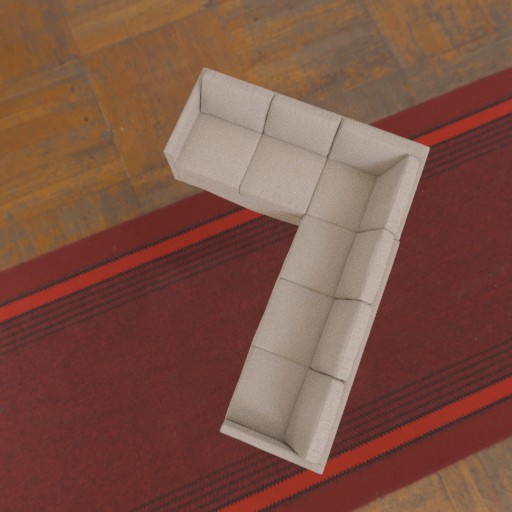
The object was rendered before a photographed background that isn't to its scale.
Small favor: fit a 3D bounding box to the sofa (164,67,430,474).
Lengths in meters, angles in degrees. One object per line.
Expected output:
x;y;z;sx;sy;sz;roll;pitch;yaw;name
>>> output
0.000;0.000;4.327;2.432;0.871;3.182;21;78;5;sofa
